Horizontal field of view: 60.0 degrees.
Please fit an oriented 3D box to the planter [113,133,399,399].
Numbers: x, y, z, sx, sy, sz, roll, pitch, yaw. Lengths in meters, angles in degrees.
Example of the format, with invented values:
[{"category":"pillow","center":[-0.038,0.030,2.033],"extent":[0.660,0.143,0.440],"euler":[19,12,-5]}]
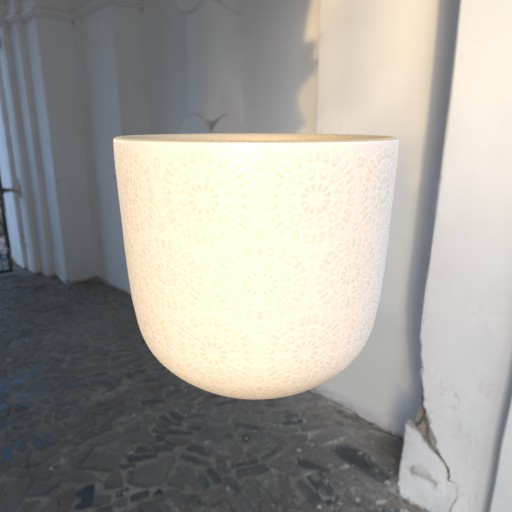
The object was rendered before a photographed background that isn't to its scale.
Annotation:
[{"category":"planter","center":[0.000,0.000,0.363],"extent":[0.208,0.190,0.208],"euler":[0,17,0]}]
